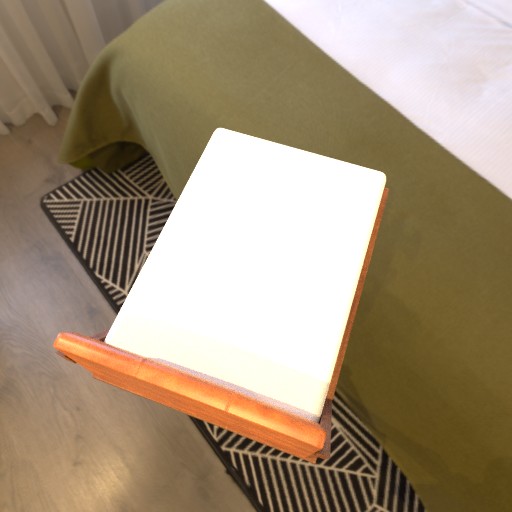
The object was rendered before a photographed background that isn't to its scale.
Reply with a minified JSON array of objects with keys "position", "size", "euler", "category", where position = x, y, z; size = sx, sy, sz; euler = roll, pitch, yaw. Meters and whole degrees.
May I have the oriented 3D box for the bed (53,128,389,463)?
[{"position":[0.000,0.000,3.249],"size":[1.651,1.168,2.311],"euler":[18,64,9],"category":"bed"}]
